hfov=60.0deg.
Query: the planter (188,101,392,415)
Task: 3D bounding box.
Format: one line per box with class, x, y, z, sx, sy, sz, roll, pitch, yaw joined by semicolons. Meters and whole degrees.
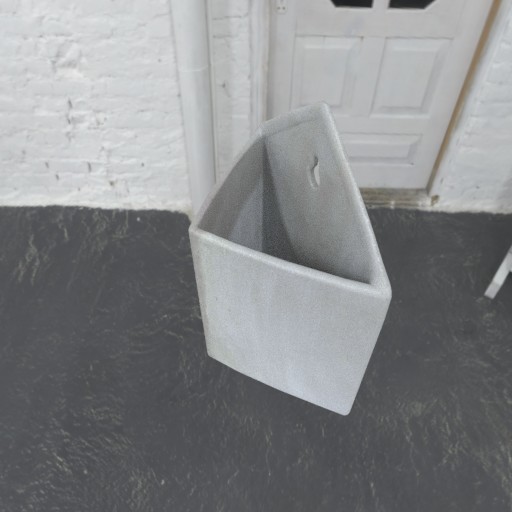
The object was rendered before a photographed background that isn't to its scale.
planter;0.000;0.000;0.279;0.080;0.194;0.163;-17;50;-15
